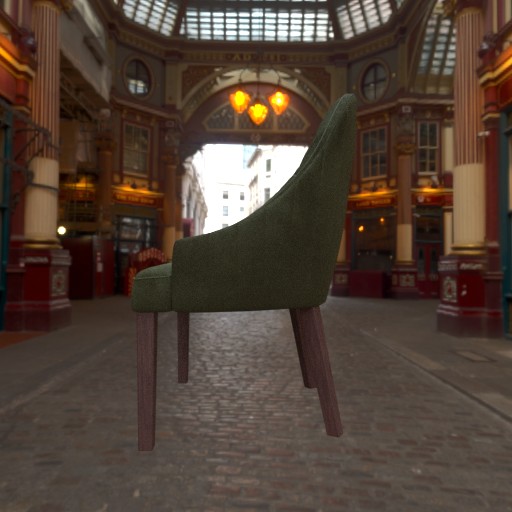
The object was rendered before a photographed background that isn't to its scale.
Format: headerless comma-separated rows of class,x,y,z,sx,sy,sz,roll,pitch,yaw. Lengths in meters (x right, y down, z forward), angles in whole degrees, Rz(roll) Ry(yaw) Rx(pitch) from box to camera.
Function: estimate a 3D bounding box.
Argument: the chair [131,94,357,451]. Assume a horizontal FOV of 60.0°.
chair,0.000,0.000,1.309,0.575,0.889,0.643,0,-1,-1
